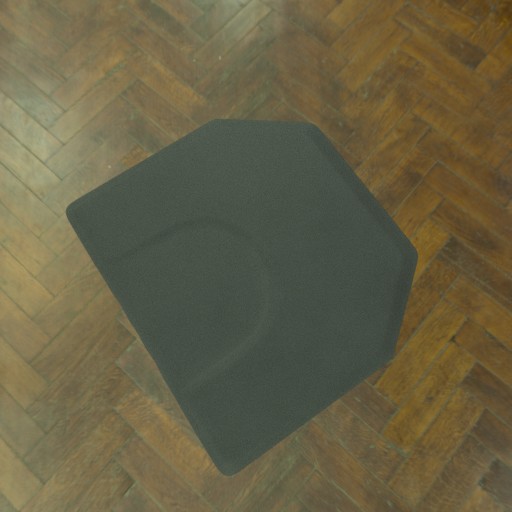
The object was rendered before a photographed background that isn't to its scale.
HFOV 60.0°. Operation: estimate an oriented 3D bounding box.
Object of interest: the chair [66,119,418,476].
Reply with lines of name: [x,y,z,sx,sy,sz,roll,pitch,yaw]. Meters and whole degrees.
chair: [0.000,0.000,1.957,1.219,0.024,1.372,-33,77,-9]
